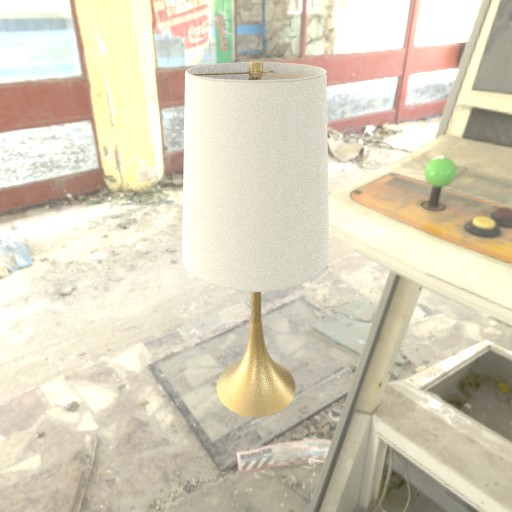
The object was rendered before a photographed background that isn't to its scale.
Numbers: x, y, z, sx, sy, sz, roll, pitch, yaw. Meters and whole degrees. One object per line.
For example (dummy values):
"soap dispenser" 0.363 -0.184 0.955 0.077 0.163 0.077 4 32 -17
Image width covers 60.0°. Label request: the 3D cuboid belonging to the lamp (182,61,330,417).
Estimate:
"lamp" 0.000 0.000 0.706 0.231 0.569 0.231 0 30 0
